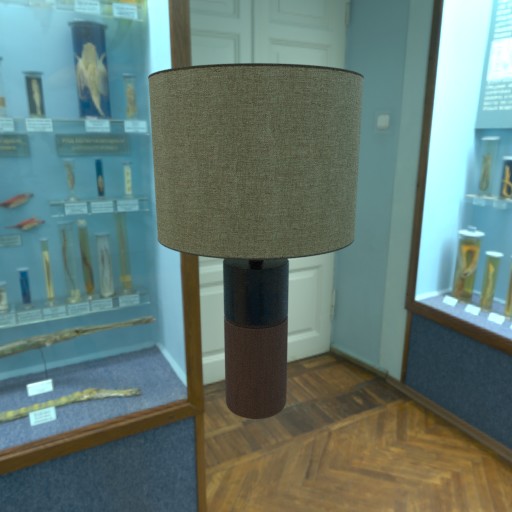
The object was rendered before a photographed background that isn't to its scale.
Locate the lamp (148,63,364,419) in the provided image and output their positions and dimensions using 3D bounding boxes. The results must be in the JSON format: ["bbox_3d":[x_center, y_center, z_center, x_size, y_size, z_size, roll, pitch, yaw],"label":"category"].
[{"bbox_3d":[0.000,0.000,0.471,0.202,0.350,0.202,0,15,0],"label":"lamp"}]
